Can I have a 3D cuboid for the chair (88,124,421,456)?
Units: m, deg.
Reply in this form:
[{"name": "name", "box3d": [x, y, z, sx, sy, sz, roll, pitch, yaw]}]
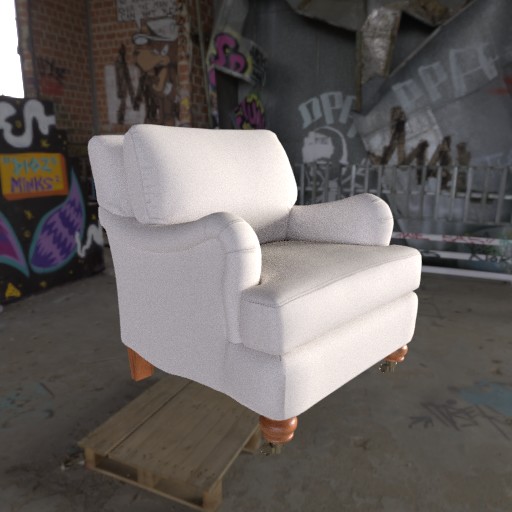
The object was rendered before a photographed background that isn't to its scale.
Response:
[{"name": "chair", "box3d": [0.000, 0.000, 1.830, 1.070, 1.038, 0.955, 13, 18, 43]}]
